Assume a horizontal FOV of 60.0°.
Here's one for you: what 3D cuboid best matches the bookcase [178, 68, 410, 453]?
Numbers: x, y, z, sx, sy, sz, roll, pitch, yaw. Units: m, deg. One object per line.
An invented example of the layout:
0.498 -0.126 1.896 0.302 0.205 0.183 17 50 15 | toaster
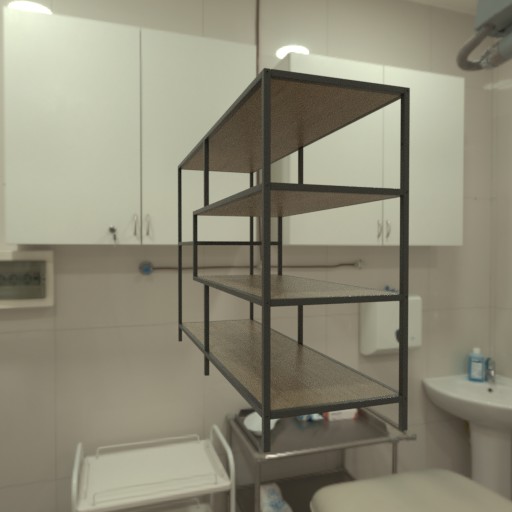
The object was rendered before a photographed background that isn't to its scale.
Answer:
0.000 0.000 1.492 0.350 0.780 1.140 0 1 -19 | bookcase
